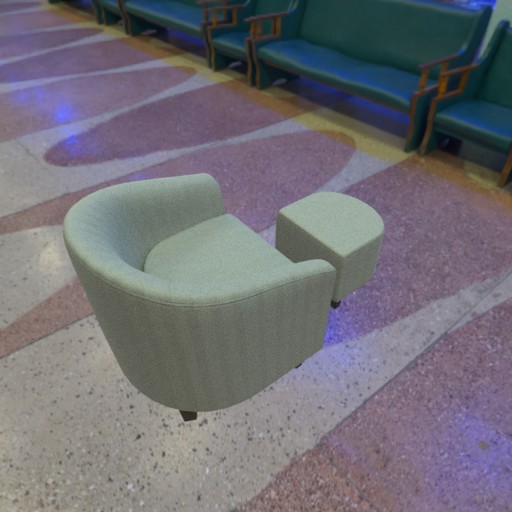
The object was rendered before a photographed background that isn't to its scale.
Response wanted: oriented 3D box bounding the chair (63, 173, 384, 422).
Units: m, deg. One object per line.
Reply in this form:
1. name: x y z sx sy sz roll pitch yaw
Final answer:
1. chair: 0.000 0.000 1.744 1.288 0.757 0.756 -27 48 -28
